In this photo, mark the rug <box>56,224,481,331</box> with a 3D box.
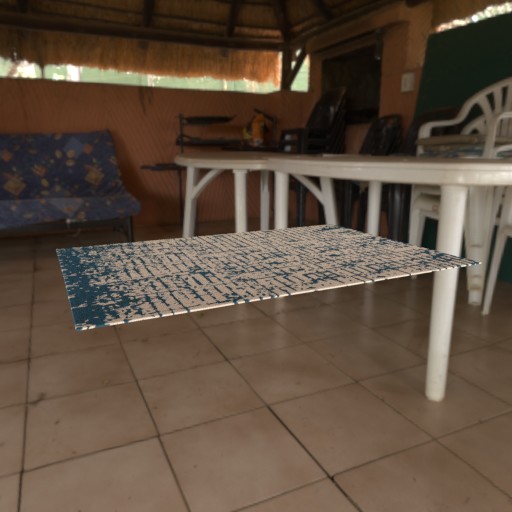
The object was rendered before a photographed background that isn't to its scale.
[{"bbox_3d":[0.000,0.000,2.278,1.828,0.007,1.220,-7,15,-25],"label":"rug"}]
